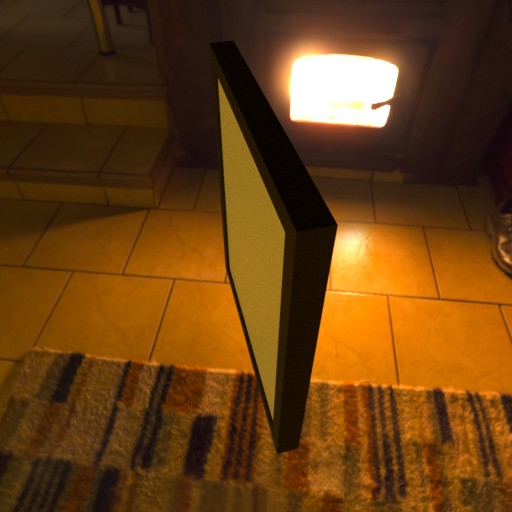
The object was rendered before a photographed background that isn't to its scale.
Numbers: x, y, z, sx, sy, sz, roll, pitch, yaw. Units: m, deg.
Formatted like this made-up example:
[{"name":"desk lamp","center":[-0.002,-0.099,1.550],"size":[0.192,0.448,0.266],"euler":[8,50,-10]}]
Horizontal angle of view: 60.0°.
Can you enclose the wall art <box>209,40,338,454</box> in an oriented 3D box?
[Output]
[{"name":"wall art","center":[0.000,0.000,0.537],"size":[0.029,0.381,0.330],"euler":[-10,47,-10]}]
